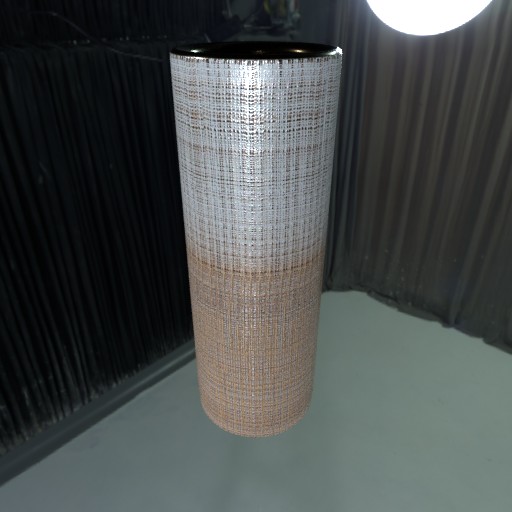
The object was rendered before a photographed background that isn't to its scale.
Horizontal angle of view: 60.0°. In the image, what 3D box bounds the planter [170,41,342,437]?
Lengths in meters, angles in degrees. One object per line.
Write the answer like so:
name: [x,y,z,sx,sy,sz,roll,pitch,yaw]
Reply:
planter: [0.000,0.000,0.324,0.099,0.278,0.099,23,36,34]
